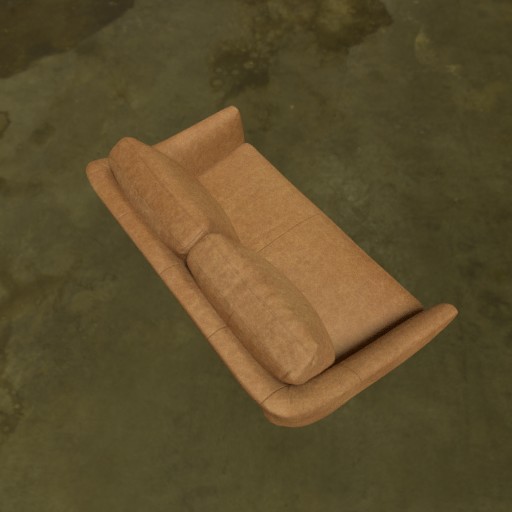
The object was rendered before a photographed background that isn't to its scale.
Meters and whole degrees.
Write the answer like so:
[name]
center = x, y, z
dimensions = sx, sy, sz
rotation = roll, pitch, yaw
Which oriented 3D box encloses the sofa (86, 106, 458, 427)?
[sofa]
center = 0.000, 0.000, 2.160
dimensions = 0.960, 0.902, 1.619
rotation = -33, 64, -19
